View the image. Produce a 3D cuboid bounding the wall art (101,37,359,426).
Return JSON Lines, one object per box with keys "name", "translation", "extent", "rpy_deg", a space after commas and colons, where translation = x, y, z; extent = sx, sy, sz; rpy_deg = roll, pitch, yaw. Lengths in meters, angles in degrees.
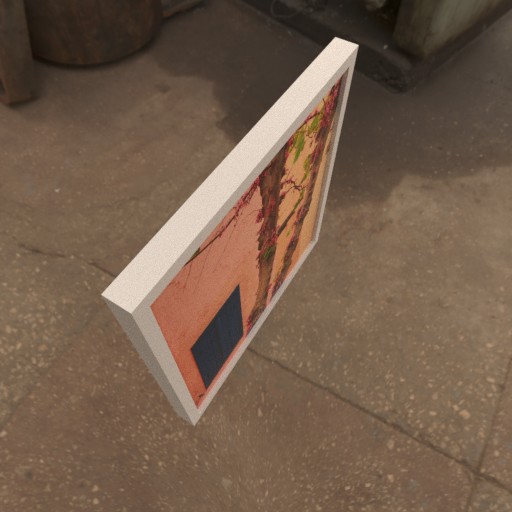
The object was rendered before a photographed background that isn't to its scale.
{"name": "wall art", "translation": [0.000, 0.000, 0.755], "extent": [0.038, 0.508, 0.507], "rpy_deg": [28, 62, 16]}
